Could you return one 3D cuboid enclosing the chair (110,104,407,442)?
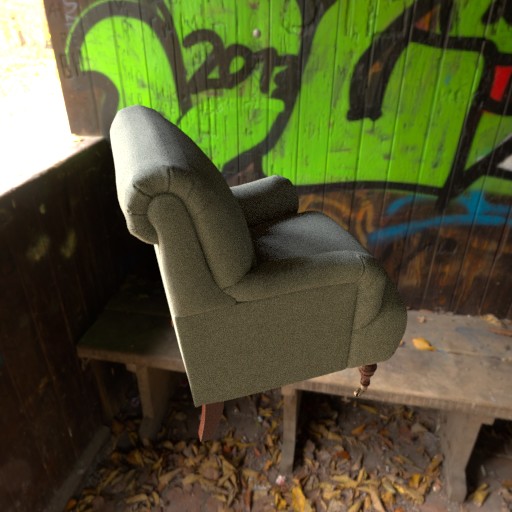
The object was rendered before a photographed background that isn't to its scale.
[{"bbox_3d":[0.000,0.000,1.951,1.060,1.178,0.964,-9,31,-15],"label":"chair"}]
